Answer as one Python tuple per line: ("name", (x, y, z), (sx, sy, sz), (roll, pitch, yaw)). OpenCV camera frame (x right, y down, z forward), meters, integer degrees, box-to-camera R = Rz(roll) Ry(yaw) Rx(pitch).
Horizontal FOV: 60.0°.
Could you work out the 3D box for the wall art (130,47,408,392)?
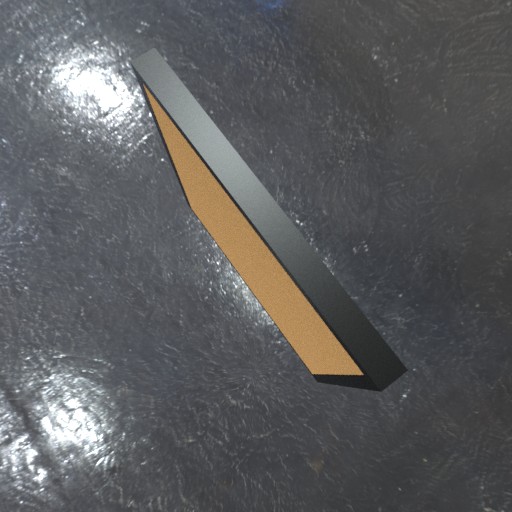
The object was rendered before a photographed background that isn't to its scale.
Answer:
("wall art", (0.000, 0.000, 0.770), (0.038, 0.506, 0.506), (-35, 78, -9))
